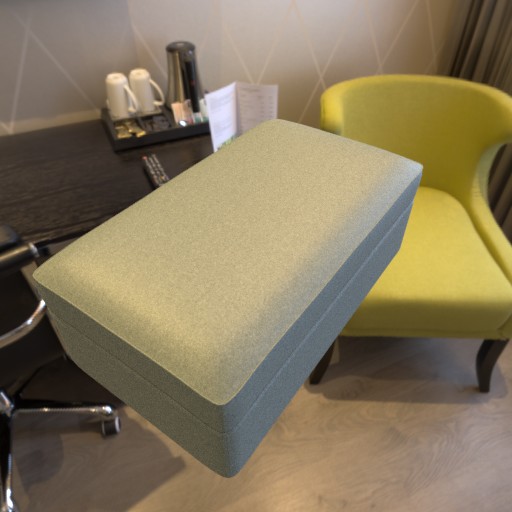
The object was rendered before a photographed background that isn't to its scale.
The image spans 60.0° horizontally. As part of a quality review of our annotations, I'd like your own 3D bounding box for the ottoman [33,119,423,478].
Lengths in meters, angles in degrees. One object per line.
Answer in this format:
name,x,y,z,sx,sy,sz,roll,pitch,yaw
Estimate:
ottoman,0.000,0.000,1.515,0.681,0.494,1.173,26,48,26
